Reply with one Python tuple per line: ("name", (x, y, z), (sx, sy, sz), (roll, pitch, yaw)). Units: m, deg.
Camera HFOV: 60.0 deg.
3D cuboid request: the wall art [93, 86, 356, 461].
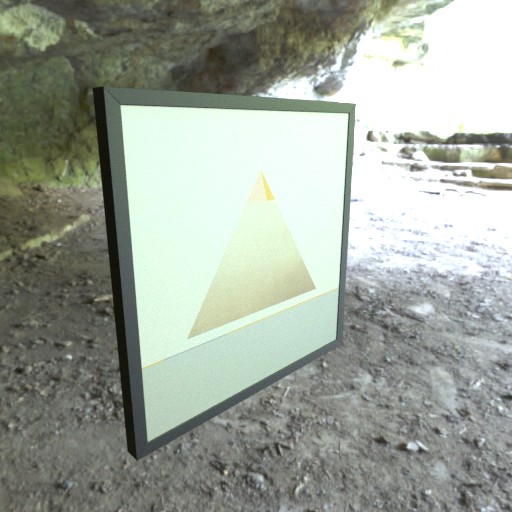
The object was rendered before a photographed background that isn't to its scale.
("wall art", (0.000, 0.000, 0.756), (0.513, 0.511, 0.028), (-15, 22, -42))
